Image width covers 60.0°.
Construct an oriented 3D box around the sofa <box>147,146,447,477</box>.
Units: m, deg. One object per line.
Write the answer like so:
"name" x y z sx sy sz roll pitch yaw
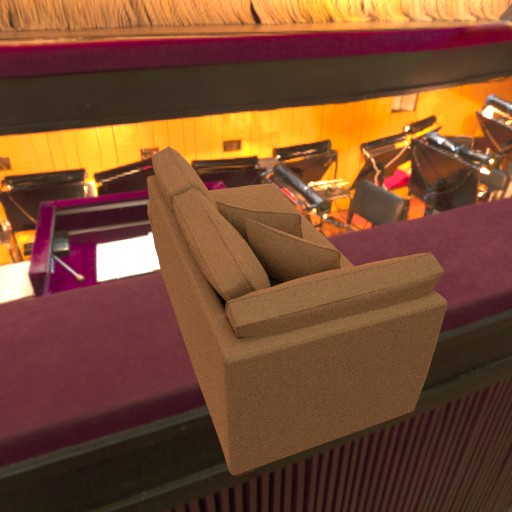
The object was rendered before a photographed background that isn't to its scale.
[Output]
"sofa" 0.000 0.000 2.879 1.110 1.033 2.237 -11 34 -17
